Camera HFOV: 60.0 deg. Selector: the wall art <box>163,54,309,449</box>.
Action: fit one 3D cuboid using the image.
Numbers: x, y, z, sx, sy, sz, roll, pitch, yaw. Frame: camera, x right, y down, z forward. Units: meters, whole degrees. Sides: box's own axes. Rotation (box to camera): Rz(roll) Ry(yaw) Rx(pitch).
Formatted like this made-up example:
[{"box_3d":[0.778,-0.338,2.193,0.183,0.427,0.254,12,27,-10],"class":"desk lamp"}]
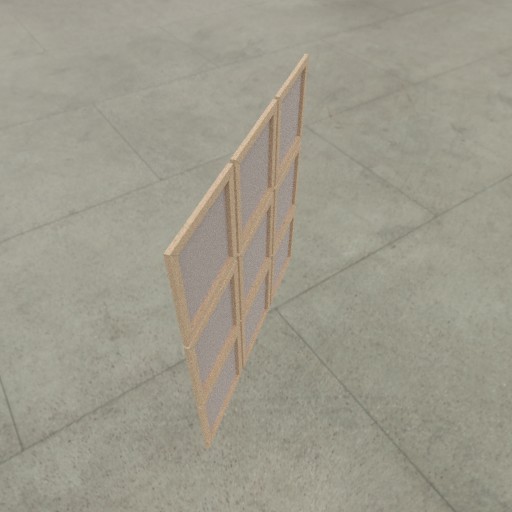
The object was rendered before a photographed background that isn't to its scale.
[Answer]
[{"box_3d":[0.000,0.000,1.405,0.012,0.910,0.917,15,48,14],"class":"wall art"}]
